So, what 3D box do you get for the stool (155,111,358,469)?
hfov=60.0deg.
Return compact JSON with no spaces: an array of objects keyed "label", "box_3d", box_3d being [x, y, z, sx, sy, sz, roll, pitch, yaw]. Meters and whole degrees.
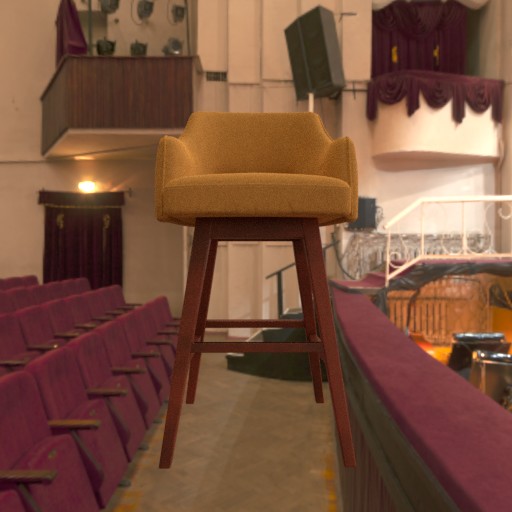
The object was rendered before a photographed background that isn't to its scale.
[{"label":"stool","box_3d":[0.000,0.000,1.328,0.548,1.012,0.558,0,1,-1]}]
